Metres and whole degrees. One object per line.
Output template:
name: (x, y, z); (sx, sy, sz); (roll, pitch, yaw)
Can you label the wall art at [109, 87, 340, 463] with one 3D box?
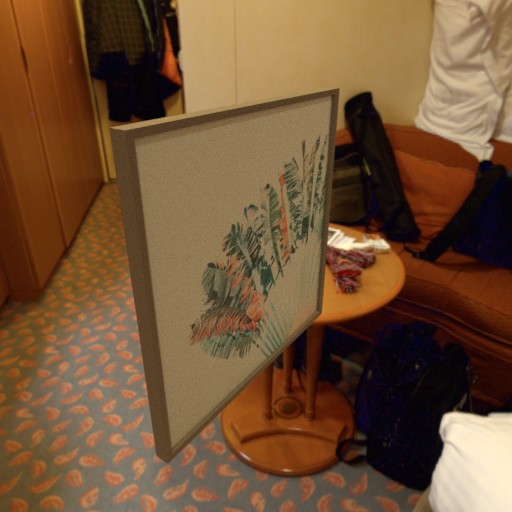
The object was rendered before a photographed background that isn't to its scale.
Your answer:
wall art: (0.000, 0.000, 1.149); (0.038, 0.758, 0.761); (18, 31, 31)
